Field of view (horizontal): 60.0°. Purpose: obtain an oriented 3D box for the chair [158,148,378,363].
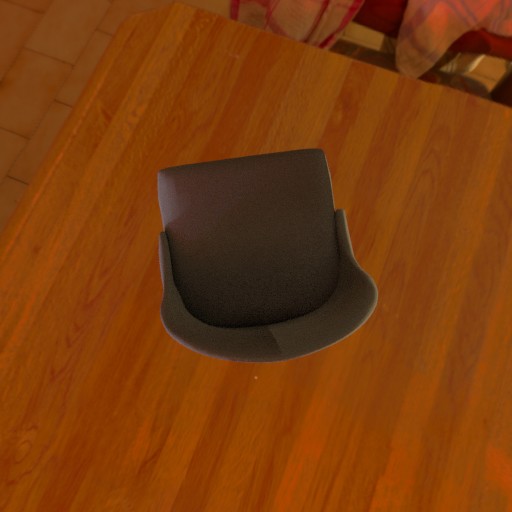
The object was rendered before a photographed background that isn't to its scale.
[{"bbox_3d":[0.000,0.000,1.197,0.503,0.882,0.589,-8,75,-2],"label":"chair"}]
